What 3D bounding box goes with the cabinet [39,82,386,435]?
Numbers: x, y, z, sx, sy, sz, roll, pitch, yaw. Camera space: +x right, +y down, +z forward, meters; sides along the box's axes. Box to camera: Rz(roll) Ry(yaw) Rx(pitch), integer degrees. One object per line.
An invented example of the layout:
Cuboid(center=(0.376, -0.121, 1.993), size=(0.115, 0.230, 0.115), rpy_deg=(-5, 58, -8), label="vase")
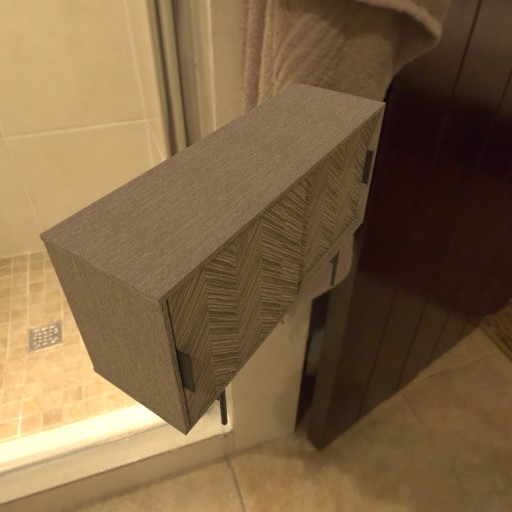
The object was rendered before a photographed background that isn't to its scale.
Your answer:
Cuboid(center=(0.000, 0.000, 1.570), size=(0.405, 0.787, 1.194), rpy_deg=(24, 46, 25), label="cabinet")
